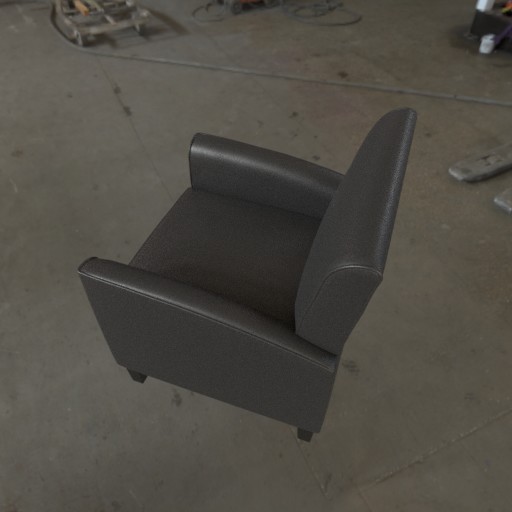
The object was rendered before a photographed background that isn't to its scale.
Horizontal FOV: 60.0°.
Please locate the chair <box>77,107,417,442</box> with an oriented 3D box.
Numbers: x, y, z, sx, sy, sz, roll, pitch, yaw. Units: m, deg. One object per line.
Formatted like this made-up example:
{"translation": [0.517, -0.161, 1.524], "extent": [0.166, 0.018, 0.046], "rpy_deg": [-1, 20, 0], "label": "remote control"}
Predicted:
{"translation": [0.000, 0.000, 1.551], "extent": [0.819, 0.916, 0.820], "rpy_deg": [14, 47, 14], "label": "chair"}
